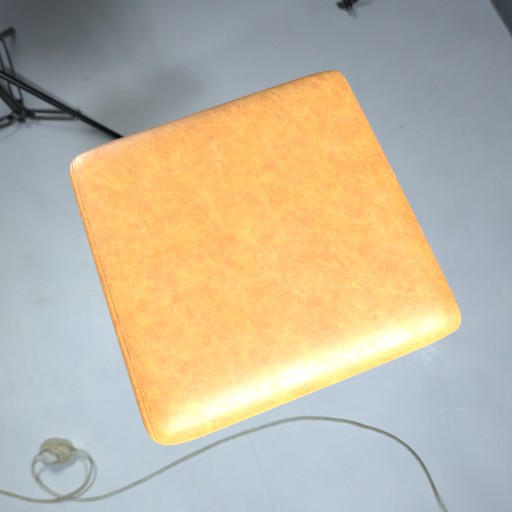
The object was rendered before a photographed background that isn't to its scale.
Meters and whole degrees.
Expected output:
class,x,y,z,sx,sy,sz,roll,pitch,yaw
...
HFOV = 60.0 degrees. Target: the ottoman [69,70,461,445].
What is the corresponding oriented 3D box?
class,x,y,z,sx,sy,sz,roll,pitch,yaw
ottoman,0.000,0.000,1.055,0.650,0.399,0.650,-20,77,-5
